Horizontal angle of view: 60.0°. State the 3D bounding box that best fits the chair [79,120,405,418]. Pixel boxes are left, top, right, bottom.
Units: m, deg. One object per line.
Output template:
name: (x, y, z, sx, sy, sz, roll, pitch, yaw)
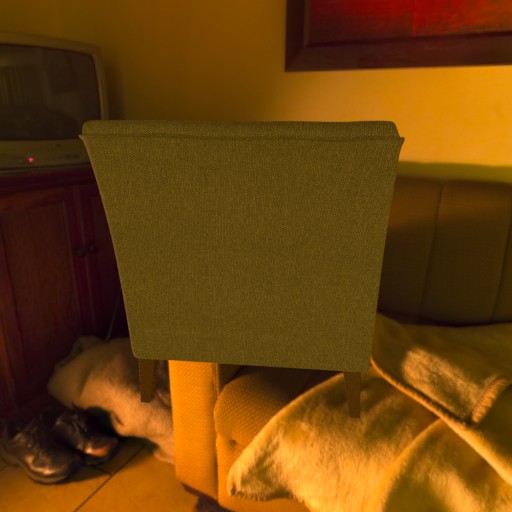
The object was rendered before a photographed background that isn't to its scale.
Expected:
chair: (0.000, 0.000, 1.567, 0.780, 0.919, 0.899, 2, 17, 6)
